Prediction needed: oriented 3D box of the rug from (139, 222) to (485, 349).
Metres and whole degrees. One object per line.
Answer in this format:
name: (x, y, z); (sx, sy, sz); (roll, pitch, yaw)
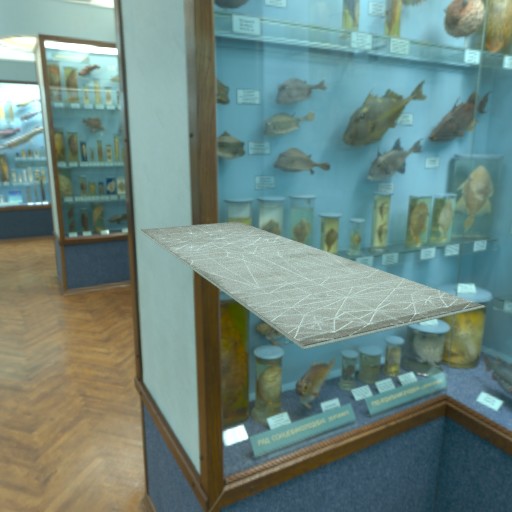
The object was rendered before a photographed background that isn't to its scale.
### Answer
rug: (0.000, 0.000, 2.635); (0.864, 0.012, 2.388); (-7, 15, -26)
